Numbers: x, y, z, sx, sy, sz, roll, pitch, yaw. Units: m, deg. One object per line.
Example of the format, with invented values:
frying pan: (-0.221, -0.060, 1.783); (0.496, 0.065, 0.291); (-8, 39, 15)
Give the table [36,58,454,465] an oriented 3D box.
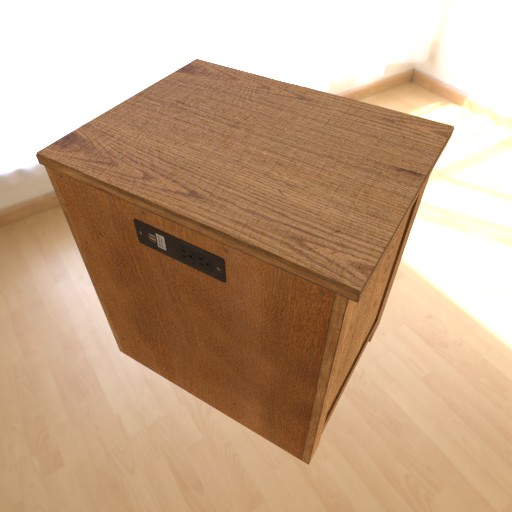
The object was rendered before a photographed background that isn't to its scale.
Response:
table: (0.000, 0.000, 1.029); (0.601, 0.625, 0.494); (24, 50, 21)
